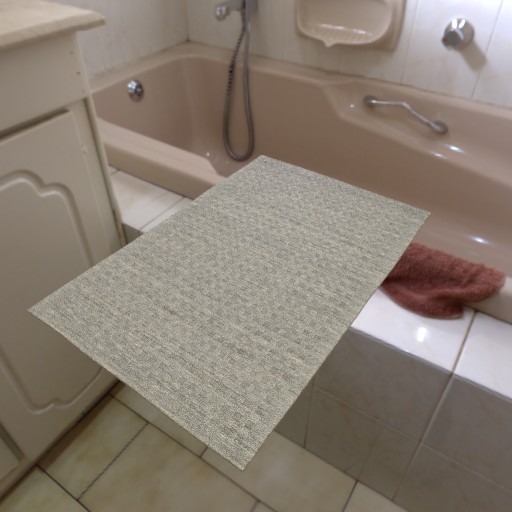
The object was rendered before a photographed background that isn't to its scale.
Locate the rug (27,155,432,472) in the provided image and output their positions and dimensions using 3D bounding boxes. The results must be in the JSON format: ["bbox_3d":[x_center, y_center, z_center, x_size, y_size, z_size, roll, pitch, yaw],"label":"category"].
[{"bbox_3d":[0.000,0.000,2.871,1.532,0.018,2.297,25,46,27],"label":"rug"}]
